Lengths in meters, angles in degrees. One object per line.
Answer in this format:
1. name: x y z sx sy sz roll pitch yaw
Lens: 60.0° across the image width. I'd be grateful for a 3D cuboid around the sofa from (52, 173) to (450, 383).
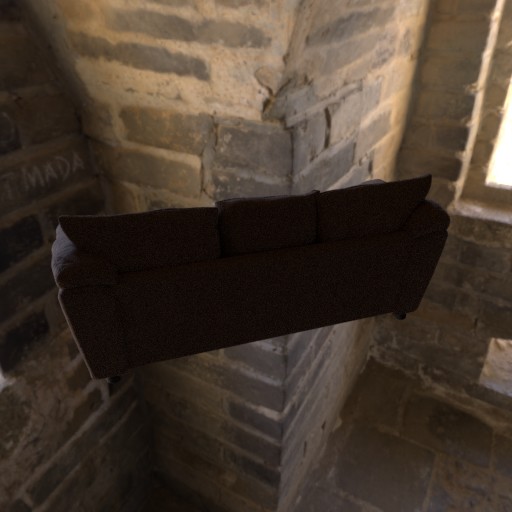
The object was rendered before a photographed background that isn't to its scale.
1. sofa: 0.000 0.000 2.844 2.336 1.015 0.878 -9 29 -16
